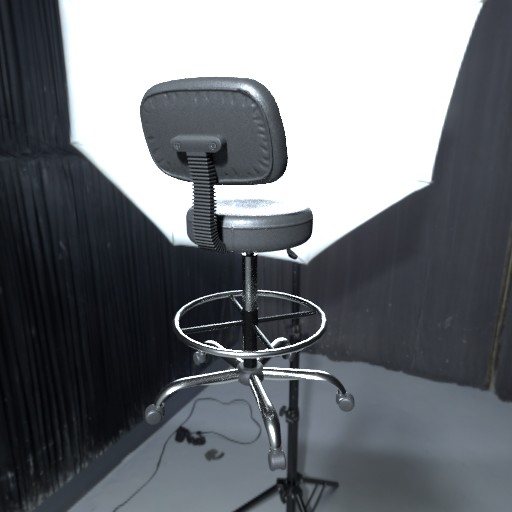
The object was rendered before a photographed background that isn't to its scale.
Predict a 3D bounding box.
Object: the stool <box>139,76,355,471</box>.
[{"bbox_3d":[0.000,0.000,1.486,0.694,1.069,0.658,8,18,27],"label":"stool"}]
